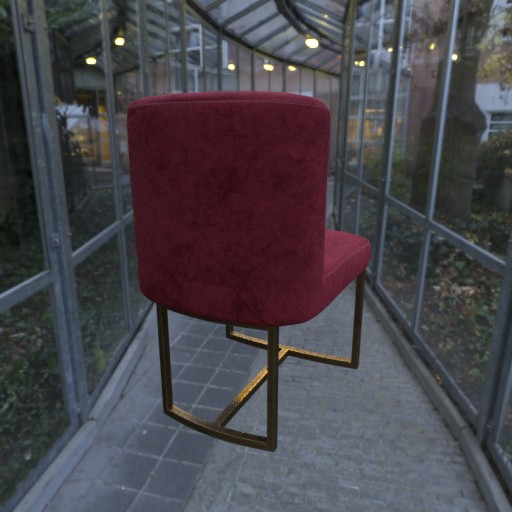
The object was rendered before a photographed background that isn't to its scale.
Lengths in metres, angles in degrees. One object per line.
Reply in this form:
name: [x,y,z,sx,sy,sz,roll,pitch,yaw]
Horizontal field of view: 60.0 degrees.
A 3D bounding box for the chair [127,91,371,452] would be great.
chair: [0.000,0.000,1.231,0.530,0.824,0.560,8,18,26]
